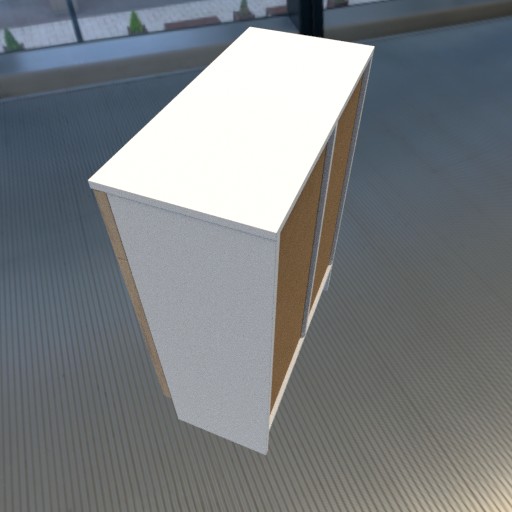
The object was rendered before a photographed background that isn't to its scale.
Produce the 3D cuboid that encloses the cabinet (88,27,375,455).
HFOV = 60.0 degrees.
[{"bbox_3d":[0.000,0.000,1.080,0.296,0.815,0.600,16,50,15],"label":"cabinet"}]
